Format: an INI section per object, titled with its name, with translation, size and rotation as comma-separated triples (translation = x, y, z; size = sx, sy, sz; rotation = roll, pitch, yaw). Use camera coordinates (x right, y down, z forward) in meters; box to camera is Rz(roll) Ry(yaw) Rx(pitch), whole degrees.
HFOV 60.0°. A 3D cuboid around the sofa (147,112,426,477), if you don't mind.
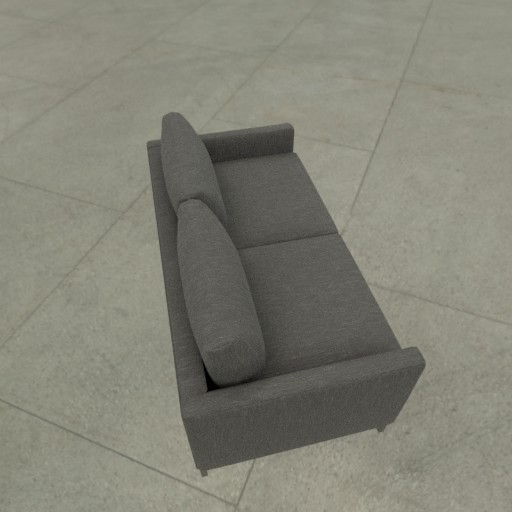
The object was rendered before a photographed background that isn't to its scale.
[sofa]
translation = 0.000, 0.000, 2.153
size = 0.875, 0.840, 1.682
rotation = -10, 47, -9
